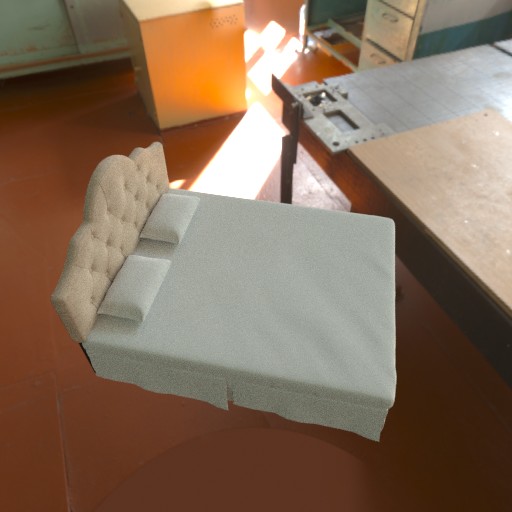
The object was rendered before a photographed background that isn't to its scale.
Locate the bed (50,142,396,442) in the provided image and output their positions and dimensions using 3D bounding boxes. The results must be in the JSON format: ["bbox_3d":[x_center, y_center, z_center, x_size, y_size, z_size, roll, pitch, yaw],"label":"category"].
[{"bbox_3d":[0.000,0.000,2.978,1.970,1.194,1.667,9,48,8],"label":"bed"}]
